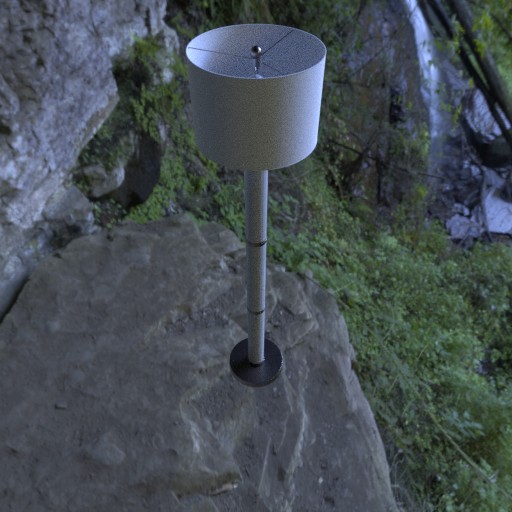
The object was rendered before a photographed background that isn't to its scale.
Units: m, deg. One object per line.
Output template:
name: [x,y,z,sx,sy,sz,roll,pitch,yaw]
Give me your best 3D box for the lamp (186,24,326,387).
lamp: [0.000,0.000,1.752,0.377,1.599,0.377,4,46,4]
